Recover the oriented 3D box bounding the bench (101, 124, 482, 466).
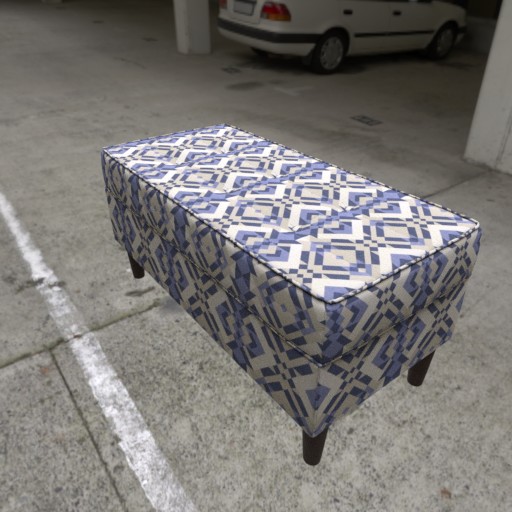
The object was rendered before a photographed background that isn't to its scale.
[{"bbox_3d":[0.000,0.000,1.275,0.492,0.477,1.016,-22,38,-31],"label":"bench"}]
